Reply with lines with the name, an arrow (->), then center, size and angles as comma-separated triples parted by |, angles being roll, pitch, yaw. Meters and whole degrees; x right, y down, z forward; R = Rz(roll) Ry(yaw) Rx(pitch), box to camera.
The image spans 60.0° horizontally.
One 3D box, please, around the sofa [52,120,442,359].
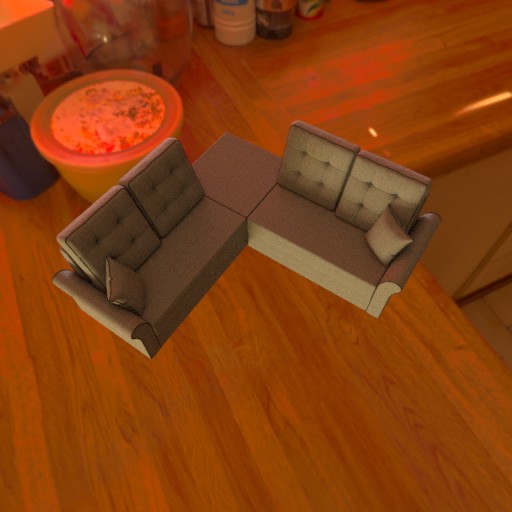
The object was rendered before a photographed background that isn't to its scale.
sofa -> 0.000, 0.000, 3.344 | 2.070, 0.988, 2.068 | 29, 61, 18
